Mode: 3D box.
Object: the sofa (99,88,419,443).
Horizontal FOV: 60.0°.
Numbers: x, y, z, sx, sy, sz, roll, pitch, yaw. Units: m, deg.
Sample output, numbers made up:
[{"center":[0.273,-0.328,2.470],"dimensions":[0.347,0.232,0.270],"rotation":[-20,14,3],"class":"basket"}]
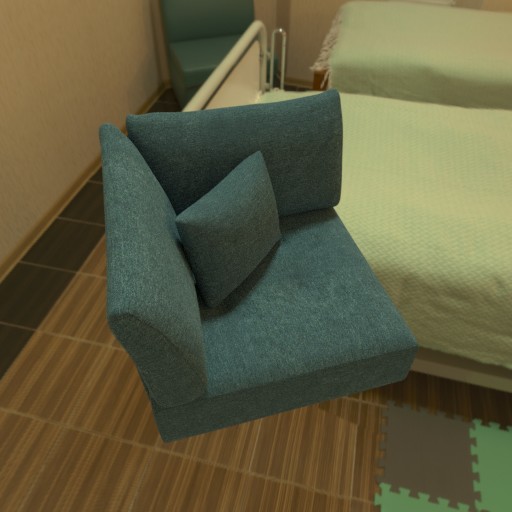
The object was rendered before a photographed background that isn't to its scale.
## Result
[{"center":[0.000,0.000,1.726],"dimensions":[1.000,0.820,1.000],"rotation":[-11,46,-11],"class":"sofa"}]
